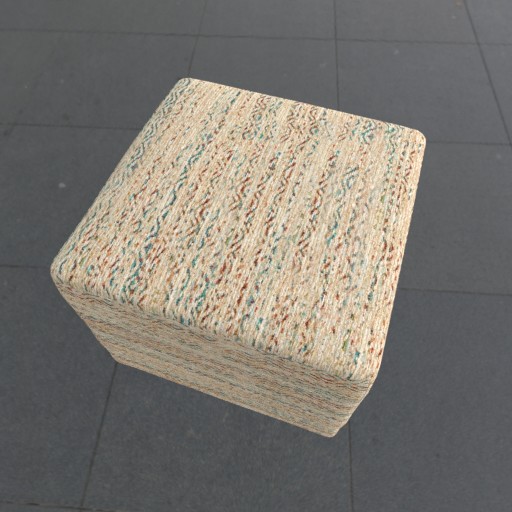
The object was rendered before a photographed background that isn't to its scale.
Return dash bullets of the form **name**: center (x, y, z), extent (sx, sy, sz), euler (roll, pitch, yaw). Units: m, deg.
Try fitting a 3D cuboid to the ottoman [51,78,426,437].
- **ottoman**: center (0.000, 0.000, 0.913), extent (0.521, 0.453, 0.512), euler (16, 60, 10)
